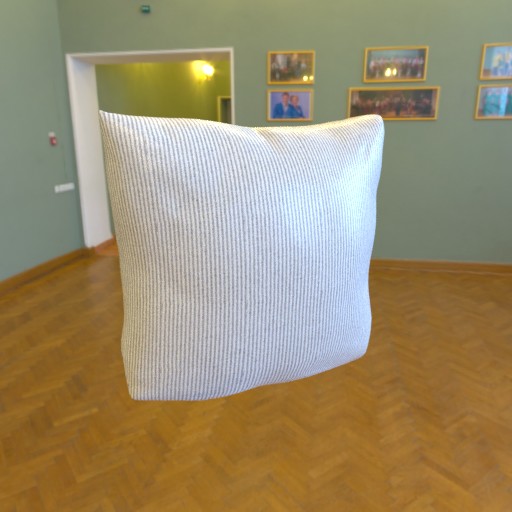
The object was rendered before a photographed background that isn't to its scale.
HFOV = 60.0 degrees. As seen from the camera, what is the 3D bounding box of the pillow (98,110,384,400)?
[{"bbox_3d":[0.000,0.000,0.700,0.387,0.432,0.310,2,15,8],"label":"pillow"}]
